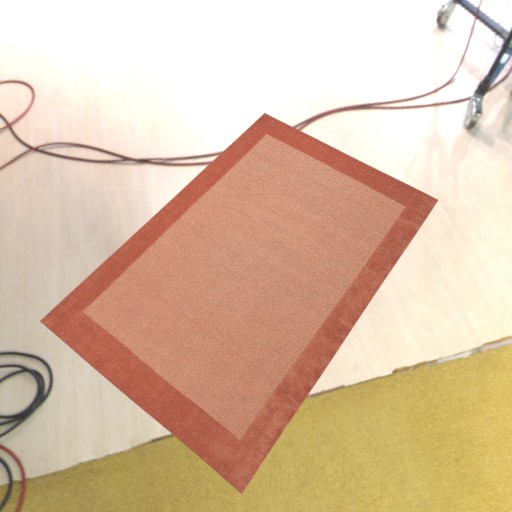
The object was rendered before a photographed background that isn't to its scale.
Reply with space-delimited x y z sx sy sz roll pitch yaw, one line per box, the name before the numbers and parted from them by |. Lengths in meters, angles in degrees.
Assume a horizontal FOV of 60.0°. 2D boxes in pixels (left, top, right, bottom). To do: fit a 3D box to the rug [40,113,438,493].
rug | 0.000 0.000 2.314 1.219 0.014 1.829 32 63 18
